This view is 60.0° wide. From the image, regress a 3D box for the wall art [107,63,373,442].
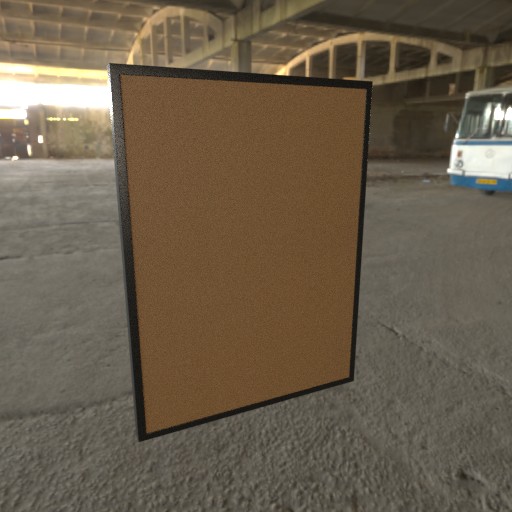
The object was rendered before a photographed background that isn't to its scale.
[{"bbox_3d":[0.000,0.000,1.386,0.804,1.061,0.039,-7,16,-25],"label":"wall art"}]
